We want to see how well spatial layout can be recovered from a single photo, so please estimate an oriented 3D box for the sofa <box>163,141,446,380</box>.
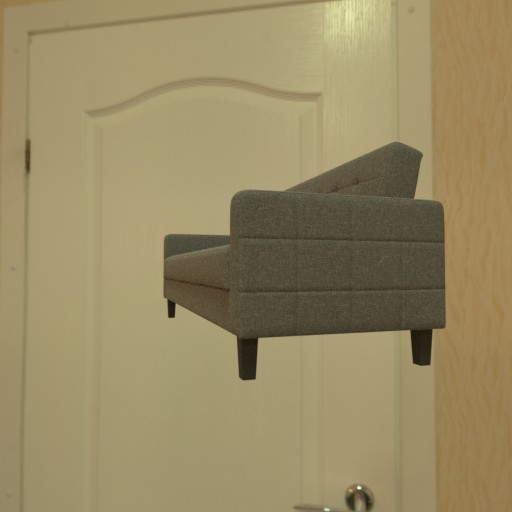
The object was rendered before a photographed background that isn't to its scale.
[{"bbox_3d":[0.000,0.000,2.444,0.810,0.850,2.040,1,-2,-18],"label":"sofa"}]
